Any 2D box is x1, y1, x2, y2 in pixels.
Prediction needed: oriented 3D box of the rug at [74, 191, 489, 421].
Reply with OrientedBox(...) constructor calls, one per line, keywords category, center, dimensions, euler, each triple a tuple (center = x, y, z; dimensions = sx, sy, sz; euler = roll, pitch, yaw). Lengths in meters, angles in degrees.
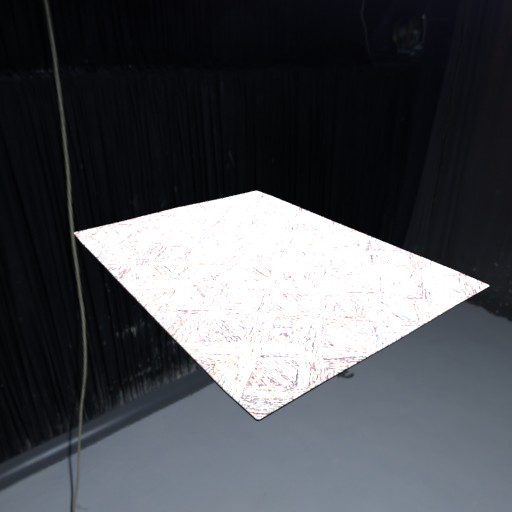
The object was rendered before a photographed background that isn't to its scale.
OrientedBox(category="rug", center=(0.000, 0.000, 4.159), dimensions=(2.436, 0.024, 3.226), euler=(-18, 31, -33))
